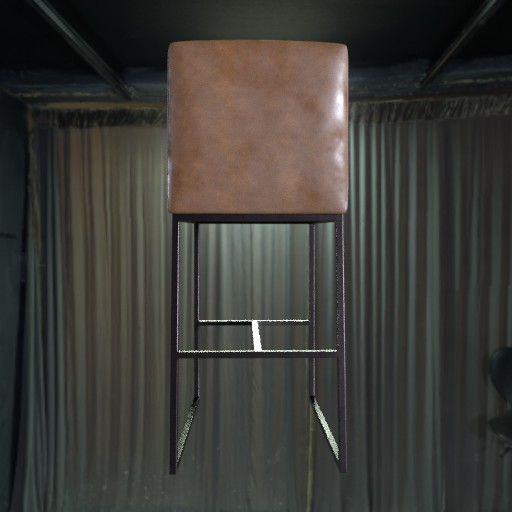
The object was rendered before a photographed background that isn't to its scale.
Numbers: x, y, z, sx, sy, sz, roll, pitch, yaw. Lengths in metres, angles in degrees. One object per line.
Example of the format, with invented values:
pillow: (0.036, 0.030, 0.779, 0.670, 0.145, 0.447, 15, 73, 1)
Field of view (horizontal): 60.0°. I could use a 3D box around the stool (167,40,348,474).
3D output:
stool: (0.000, 0.000, 1.353, 0.463, 1.065, 0.562, 0, 0, -1)
